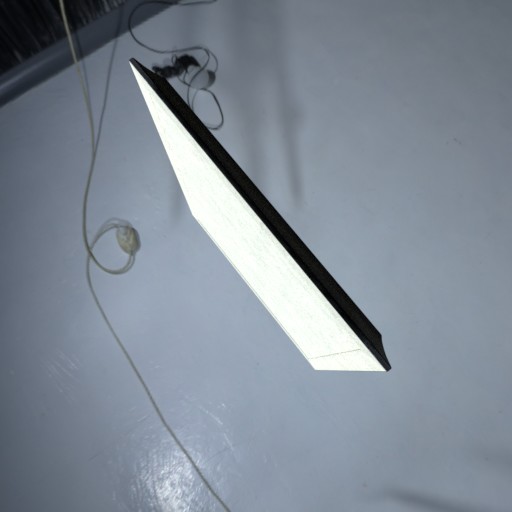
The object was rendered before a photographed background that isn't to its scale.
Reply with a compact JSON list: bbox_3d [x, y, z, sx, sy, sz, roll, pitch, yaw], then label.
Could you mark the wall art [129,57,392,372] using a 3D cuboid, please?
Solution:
[{"bbox_3d":[0.000,0.000,0.626,0.023,0.457,0.381,-37,79,-9],"label":"wall art"}]
